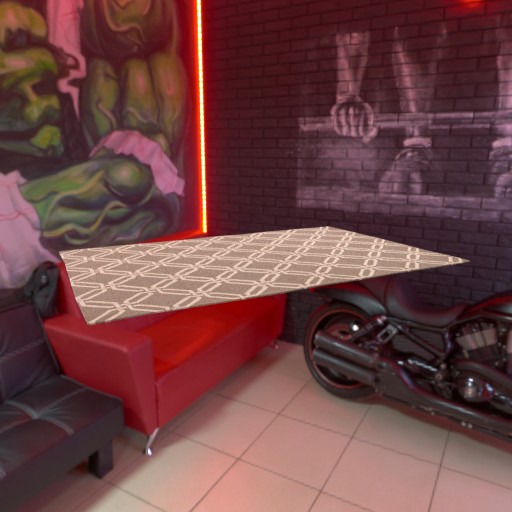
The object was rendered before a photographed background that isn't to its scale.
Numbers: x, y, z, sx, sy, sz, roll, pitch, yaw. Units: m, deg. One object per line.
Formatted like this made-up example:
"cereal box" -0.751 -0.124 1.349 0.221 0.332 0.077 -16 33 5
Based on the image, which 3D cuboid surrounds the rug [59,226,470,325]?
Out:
"rug" 0.000 0.000 2.221 1.748 0.010 1.142 -7 15 -27
